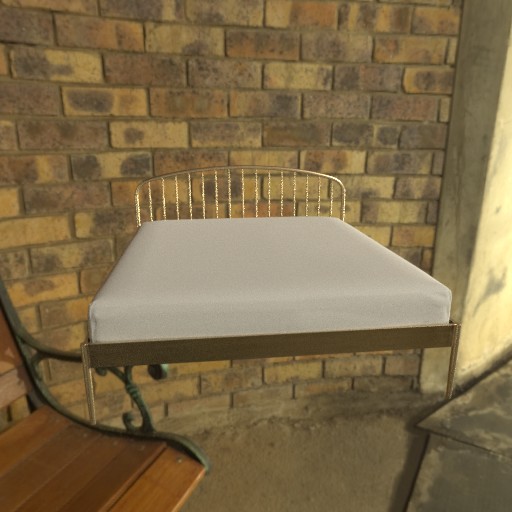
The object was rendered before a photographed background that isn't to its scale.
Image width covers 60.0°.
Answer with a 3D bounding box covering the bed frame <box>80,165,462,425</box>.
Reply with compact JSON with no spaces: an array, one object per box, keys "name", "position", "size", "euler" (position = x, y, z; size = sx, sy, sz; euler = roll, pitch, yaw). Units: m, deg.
[{"name":"bed frame","position":[0.000,0.000,3.298],"size":[2.016,1.174,2.152],"euler":[-2,16,-7]}]
